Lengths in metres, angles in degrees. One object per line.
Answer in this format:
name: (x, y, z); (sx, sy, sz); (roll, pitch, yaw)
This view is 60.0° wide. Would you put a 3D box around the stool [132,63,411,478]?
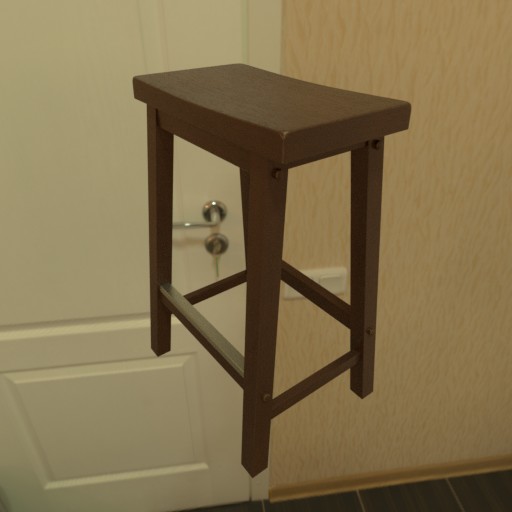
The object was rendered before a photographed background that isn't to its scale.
stool: (0.000, 0.000, 0.841); (0.322, 0.610, 0.406); (-22, 38, -31)
